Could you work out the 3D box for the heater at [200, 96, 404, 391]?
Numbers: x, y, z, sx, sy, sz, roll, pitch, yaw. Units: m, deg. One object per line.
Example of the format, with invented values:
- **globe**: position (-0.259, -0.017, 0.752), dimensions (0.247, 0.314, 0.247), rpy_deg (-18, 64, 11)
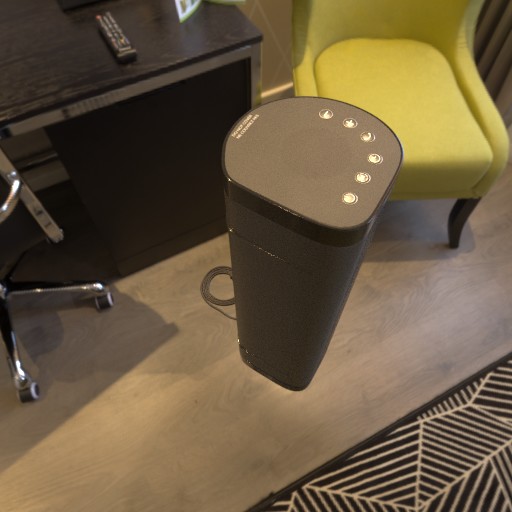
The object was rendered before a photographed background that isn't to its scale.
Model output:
- **heater**: position (0.000, 0.000, 0.697), dimensions (0.312, 0.552, 0.174), rpy_deg (28, 63, 16)
